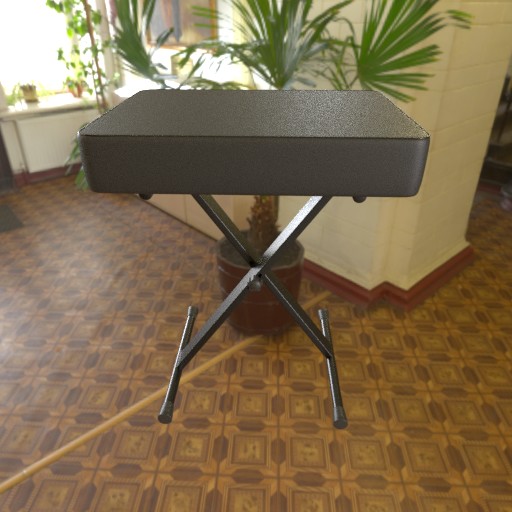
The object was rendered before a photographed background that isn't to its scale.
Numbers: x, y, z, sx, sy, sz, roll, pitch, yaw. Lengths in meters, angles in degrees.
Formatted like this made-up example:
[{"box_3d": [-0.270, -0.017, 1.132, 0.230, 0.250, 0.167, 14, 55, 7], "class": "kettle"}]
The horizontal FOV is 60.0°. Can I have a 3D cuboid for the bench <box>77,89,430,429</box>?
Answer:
[{"box_3d": [0.000, 0.000, 0.775, 0.424, 0.500, 0.321, 1, 30, 2], "class": "bench"}]
